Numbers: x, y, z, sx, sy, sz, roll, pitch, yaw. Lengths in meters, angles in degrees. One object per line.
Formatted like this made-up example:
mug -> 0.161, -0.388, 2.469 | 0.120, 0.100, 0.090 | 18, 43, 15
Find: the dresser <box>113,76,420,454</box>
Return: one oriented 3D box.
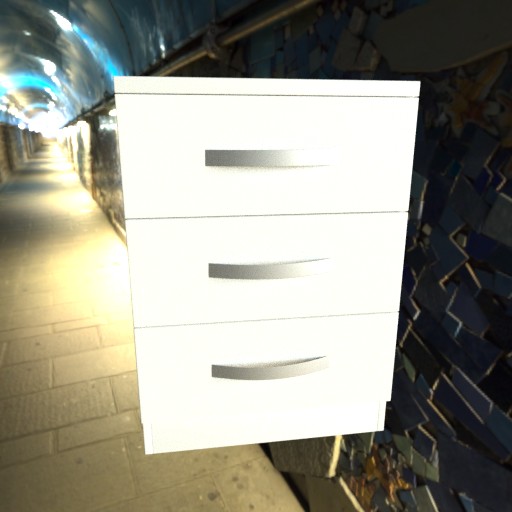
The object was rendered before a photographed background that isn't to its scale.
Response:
dresser -> 0.000, 0.000, 0.795 | 0.400, 0.560, 0.360 | -2, 16, -8
